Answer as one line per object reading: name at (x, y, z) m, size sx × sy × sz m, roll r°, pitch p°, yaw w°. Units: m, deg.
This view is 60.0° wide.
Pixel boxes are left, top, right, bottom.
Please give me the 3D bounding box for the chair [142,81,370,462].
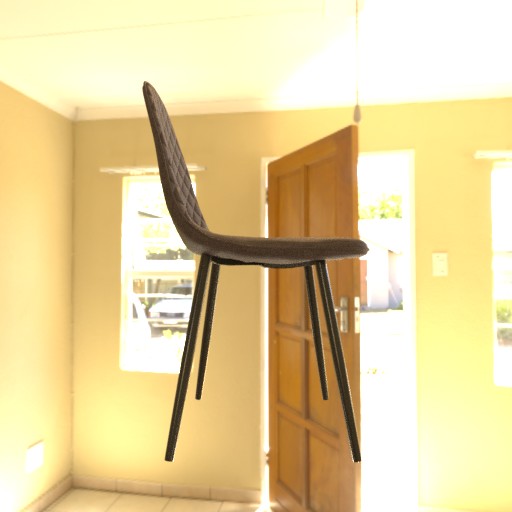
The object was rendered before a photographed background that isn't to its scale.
chair at (0.000, 0.000, 1.182) m, size 0.561 × 0.889 × 0.472 m, roll 0°, pitch -2°, yaw 0°
